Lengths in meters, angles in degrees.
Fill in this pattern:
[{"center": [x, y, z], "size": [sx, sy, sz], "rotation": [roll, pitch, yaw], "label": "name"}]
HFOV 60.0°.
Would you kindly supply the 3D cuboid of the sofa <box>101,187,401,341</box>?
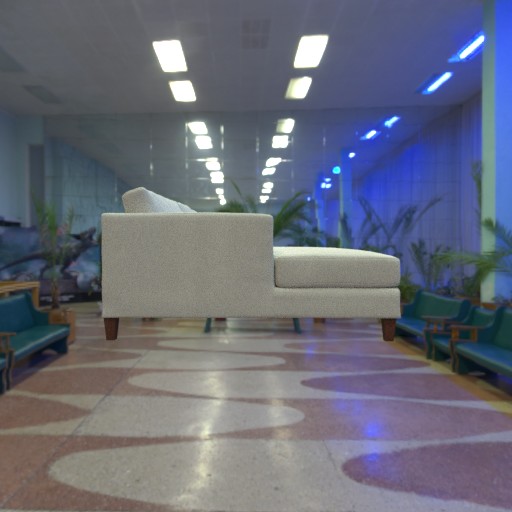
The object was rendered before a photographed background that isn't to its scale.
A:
[{"center": [0.000, 0.000, 3.938], "size": [1.625, 0.861, 3.186], "rotation": [0, 1, 1], "label": "sofa"}]
